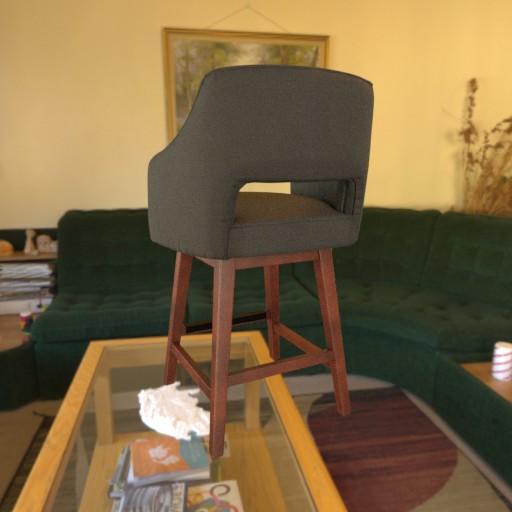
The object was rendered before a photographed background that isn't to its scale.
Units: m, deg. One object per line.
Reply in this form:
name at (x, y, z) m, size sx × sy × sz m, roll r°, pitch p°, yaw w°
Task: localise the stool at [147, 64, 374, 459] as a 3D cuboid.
stool at (0.000, 0.000, 1.250) m, size 0.548 × 0.912 × 0.558 m, roll -6°, pitch 14°, yaw -27°
